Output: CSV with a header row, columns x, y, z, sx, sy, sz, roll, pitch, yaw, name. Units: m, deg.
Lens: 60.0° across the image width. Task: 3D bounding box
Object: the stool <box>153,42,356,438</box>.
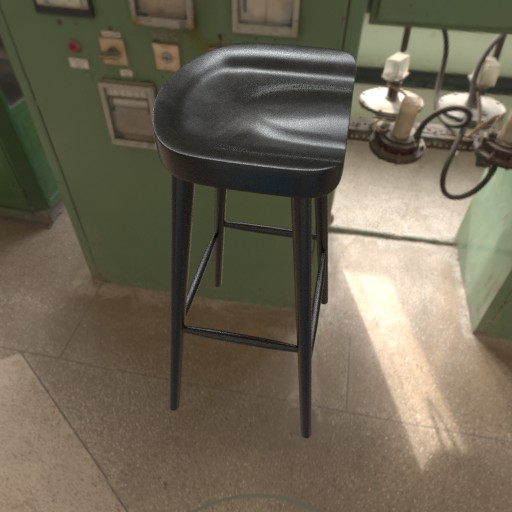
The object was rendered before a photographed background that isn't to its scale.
x,y,z,sx,sy,sz,roll,pitch,yaw,name
0.000,0.000,0.969,0.361,0.749,0.440,9,47,8,stool
